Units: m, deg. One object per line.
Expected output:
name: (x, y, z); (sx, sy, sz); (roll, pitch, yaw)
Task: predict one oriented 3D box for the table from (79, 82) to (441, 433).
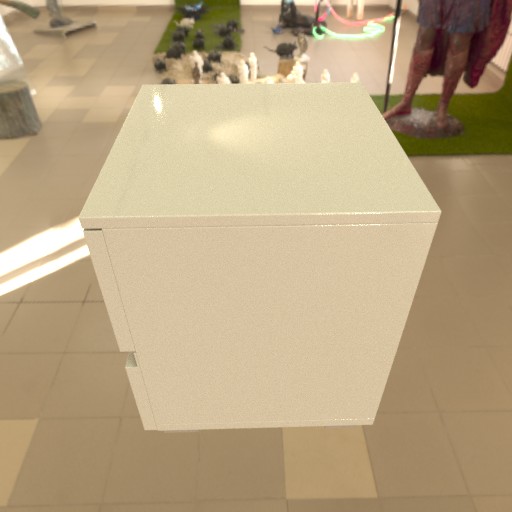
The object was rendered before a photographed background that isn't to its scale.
table: (0.000, 0.000, 0.799); (0.400, 0.470, 0.420); (-1, 40, -1)
